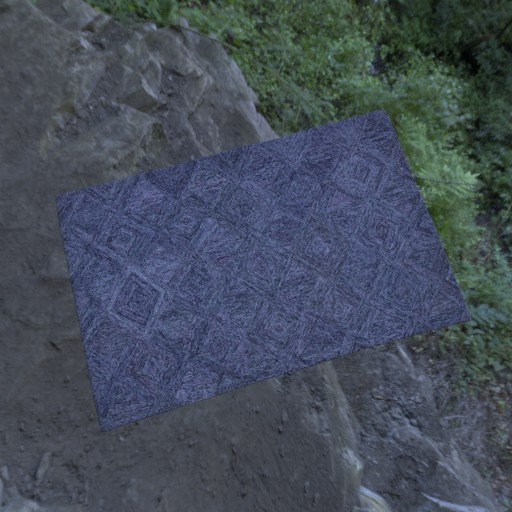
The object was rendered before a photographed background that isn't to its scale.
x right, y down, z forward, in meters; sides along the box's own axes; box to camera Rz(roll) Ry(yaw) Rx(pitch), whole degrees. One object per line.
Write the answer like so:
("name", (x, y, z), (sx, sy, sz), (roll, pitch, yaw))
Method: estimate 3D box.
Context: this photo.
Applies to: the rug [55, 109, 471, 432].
("rug", (0.000, 0.000, 2.129), (1.752, 0.013, 1.158), (-16, 76, -4))
